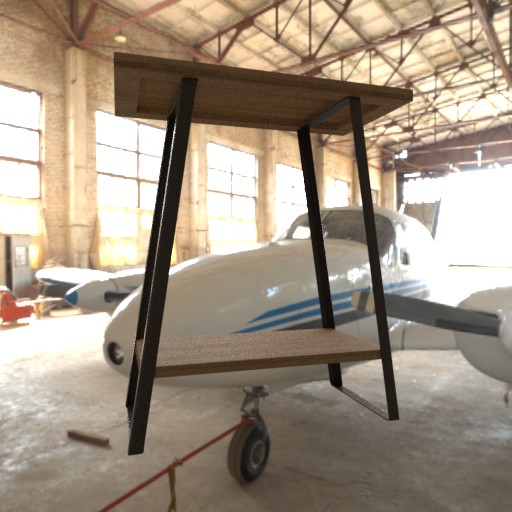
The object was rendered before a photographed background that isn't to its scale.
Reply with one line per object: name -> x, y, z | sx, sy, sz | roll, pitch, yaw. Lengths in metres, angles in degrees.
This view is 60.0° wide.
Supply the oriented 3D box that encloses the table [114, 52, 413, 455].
table -> 0.000, 0.000, 0.988 | 0.599, 0.701, 0.300 | 0, 1, -17
